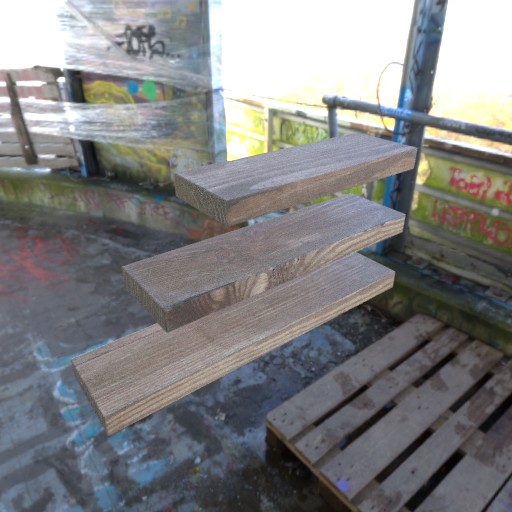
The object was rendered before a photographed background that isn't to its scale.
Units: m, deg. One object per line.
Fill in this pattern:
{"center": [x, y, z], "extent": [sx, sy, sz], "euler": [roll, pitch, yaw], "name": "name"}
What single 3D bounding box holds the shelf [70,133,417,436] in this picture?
{"center": [0.000, 0.000, 0.739], "extent": [0.610, 0.293, 0.140], "euler": [-20, 35, -32], "name": "shelf"}
